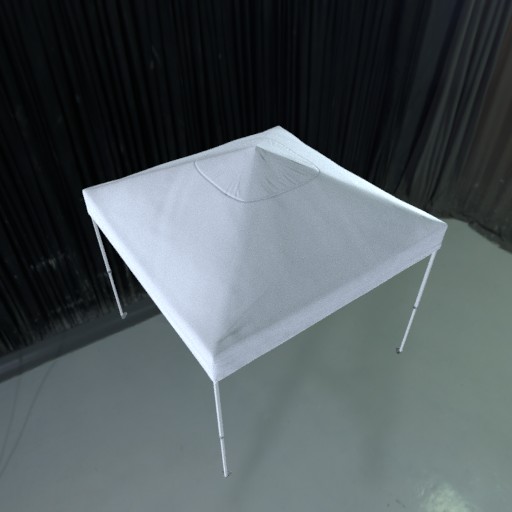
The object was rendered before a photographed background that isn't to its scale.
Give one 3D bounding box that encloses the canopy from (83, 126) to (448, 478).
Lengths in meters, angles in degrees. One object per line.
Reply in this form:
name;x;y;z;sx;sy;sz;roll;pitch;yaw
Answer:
canopy;0.000;0.000;5.519;2.998;2.997;2.996;-25;47;-26
